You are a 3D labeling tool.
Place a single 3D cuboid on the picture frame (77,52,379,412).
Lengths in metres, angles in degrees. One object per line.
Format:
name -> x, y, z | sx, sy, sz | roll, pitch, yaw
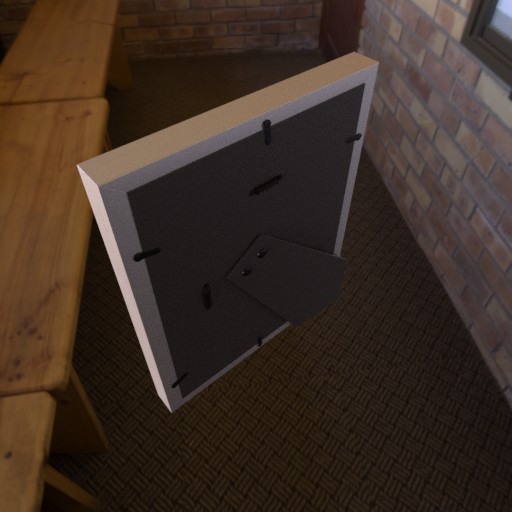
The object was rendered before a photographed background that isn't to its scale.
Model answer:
picture frame -> 0.000, 0.000, 0.392 | 0.233, 0.282, 0.036 | -32, 55, -26
